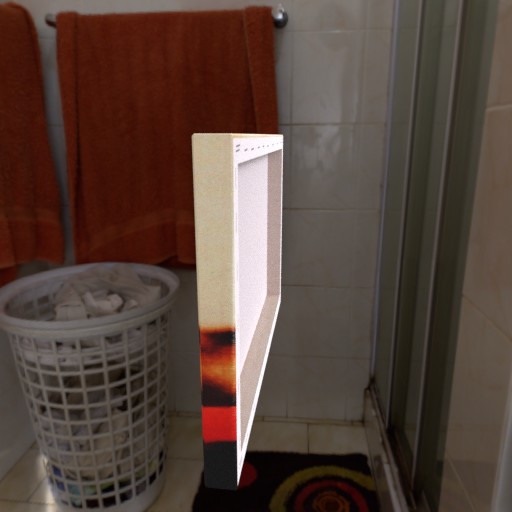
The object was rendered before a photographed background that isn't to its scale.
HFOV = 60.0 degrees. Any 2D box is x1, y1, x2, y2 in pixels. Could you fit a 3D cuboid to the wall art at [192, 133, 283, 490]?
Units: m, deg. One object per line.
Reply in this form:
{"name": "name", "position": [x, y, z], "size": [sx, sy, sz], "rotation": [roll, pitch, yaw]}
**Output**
{"name": "wall art", "position": [0.000, 0.000, 0.760], "size": [0.040, 0.402, 0.613], "rotation": [2, 15, 8]}
